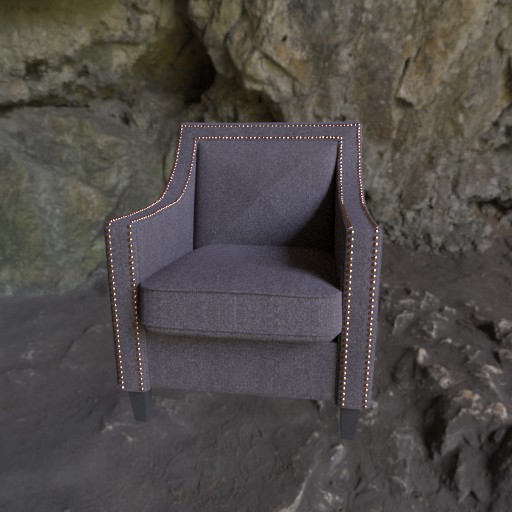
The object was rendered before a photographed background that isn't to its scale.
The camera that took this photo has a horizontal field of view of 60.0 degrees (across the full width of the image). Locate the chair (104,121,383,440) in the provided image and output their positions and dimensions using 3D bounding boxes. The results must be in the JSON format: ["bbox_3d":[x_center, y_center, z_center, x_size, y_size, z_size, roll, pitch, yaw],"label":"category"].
[{"bbox_3d":[0.000,0.000,1.603,0.776,0.967,0.884,2,14,8],"label":"chair"}]
